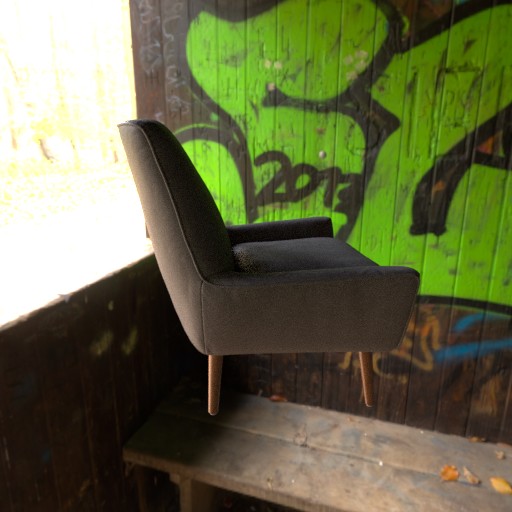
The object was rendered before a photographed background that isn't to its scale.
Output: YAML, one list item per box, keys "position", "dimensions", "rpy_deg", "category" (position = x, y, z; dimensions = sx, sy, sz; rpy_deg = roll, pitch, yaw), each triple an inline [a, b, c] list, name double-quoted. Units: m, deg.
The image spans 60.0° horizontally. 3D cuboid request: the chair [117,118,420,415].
- position: [0.000, 0.000, 1.507]
  dimensions: [0.822, 0.888, 0.787]
  rpy_deg: [-3, 17, -9]
  category: "chair"
